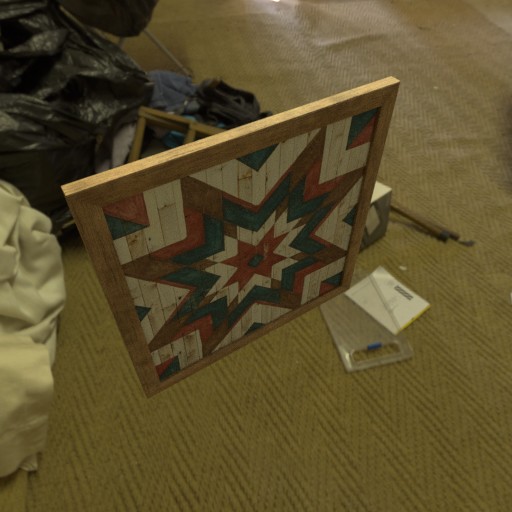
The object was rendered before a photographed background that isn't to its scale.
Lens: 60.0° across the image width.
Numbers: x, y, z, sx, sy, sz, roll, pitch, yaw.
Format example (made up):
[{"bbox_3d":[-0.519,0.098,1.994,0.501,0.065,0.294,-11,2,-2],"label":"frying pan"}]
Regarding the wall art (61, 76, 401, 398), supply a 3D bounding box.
[{"bbox_3d":[0.000,0.000,1.055,0.695,0.691,0.029,-25,52,-21],"label":"wall art"}]
